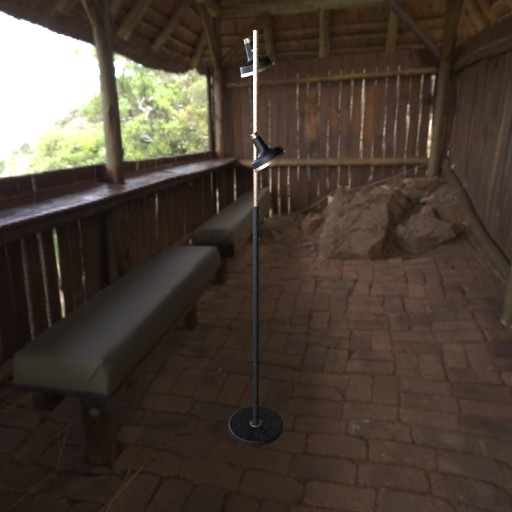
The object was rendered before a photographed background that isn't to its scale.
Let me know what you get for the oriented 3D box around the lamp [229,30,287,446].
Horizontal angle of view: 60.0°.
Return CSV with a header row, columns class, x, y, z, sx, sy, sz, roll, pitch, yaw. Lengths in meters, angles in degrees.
class,x,y,z,sx,sy,sz,roll,pitch,yaw
lamp,0.000,0.000,1.822,0.253,1.674,0.351,-3,18,-9
